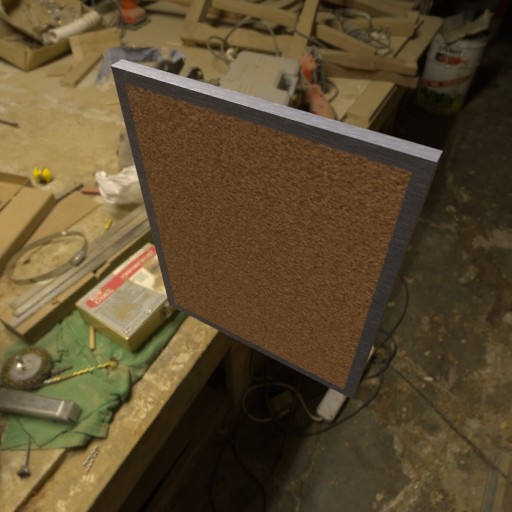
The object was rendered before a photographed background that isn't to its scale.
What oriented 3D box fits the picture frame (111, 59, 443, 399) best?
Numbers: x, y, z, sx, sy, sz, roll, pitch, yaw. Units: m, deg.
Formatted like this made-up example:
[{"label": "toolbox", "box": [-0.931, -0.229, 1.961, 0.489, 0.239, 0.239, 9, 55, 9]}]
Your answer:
[{"label": "picture frame", "box": [0.000, 0.000, 0.753, 0.454, 0.559, 0.029, 23, 51, 20]}]
